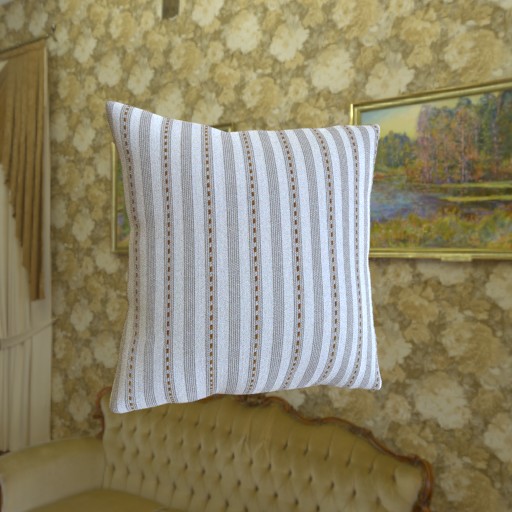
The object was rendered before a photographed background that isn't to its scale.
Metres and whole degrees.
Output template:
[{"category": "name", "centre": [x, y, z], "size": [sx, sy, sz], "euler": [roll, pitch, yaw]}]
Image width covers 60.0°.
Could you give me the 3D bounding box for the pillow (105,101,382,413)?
[{"category": "pillow", "centre": [0.000, 0.000, 0.666], "size": [0.432, 0.437, 0.147], "euler": [0, -1, -17]}]
